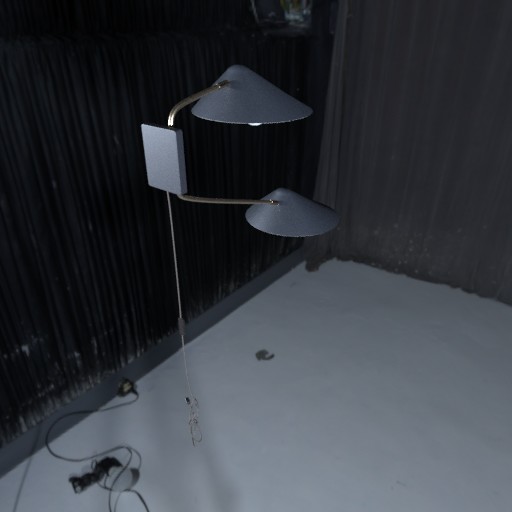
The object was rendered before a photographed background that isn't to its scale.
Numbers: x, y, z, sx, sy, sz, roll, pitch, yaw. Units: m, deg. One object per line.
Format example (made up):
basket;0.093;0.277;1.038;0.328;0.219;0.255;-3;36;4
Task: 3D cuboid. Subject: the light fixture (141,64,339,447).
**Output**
light fixture;0.000;0.000;0.826;0.189;0.665;0.422;21;35;32
